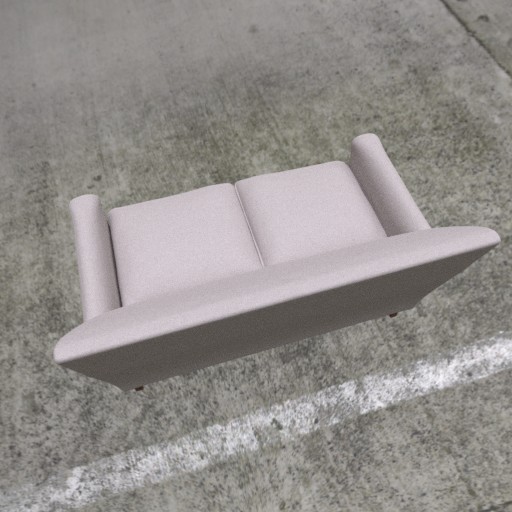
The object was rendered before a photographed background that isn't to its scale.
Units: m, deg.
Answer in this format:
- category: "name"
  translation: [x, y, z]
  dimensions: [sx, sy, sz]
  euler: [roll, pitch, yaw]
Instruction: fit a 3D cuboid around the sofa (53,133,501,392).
- category: "sofa"
  translation: [0.000, 0.000, 1.977]
  dimensions: [1.482, 0.890, 0.888]
  euler: [-14, 59, -9]
